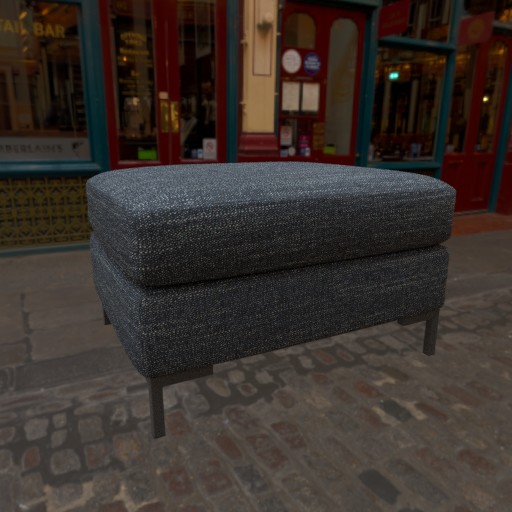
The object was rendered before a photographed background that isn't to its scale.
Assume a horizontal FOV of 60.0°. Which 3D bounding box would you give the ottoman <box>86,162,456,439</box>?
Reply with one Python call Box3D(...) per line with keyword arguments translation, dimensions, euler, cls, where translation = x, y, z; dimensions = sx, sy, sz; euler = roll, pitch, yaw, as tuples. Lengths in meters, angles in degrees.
Box3D(translation=(0.000, 0.000, 1.231), dimensions=(0.814, 0.491, 0.667), euler=(-8, 17, -26), cls="ottoman")
